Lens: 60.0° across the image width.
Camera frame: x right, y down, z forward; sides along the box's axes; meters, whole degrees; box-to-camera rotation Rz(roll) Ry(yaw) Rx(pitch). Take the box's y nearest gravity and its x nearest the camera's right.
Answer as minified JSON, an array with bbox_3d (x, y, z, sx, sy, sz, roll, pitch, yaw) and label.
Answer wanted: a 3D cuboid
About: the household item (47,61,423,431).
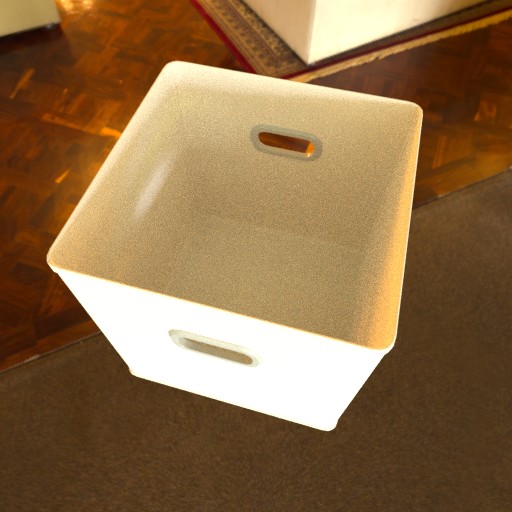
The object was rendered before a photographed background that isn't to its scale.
[{"bbox_3d":[0.000,0.000,0.565,0.305,0.305,0.305,13,59,8],"label":"household item"}]
